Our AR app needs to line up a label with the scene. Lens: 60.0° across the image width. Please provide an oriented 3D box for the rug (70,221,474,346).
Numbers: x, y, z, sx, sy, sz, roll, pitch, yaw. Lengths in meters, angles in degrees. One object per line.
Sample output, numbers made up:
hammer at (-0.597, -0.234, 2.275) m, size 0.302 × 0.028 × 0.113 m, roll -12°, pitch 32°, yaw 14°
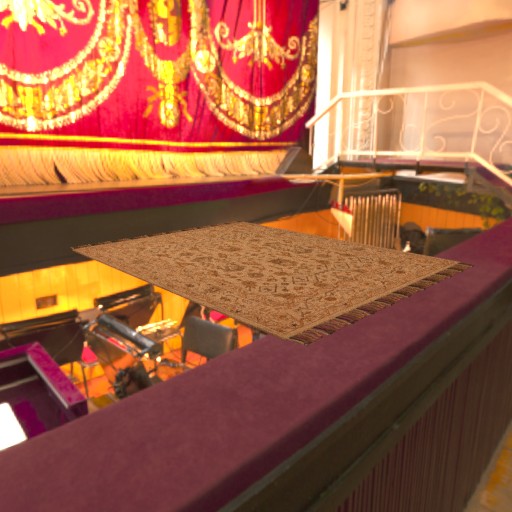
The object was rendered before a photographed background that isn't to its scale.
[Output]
rug at (0.000, 0.000, 2.310) m, size 1.278 × 0.009 × 1.726 m, roll -13°, pitch 19°, yaw -42°
